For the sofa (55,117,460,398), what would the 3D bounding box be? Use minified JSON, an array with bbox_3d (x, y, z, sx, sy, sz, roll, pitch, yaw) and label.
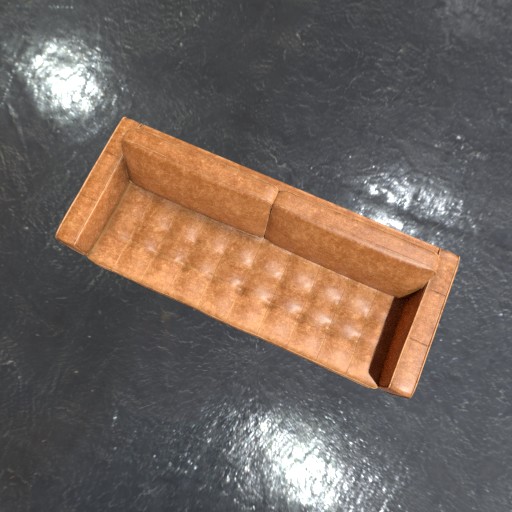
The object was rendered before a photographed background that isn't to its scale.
[{"bbox_3d":[0.000,0.000,2.708,2.199,0.779,0.886,24,78,5],"label":"sofa"}]
